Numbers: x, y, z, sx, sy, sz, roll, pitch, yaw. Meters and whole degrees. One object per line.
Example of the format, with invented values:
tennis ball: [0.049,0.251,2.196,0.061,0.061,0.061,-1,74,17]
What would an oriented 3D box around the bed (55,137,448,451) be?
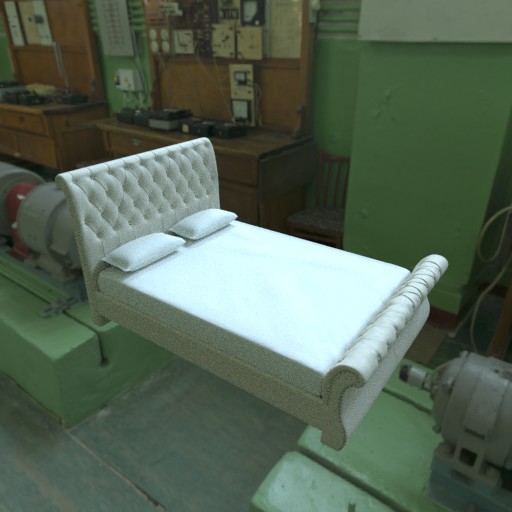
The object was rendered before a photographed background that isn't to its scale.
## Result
bed: [0.000,0.000,3.447,2.493,1.268,1.606,18,32,31]
